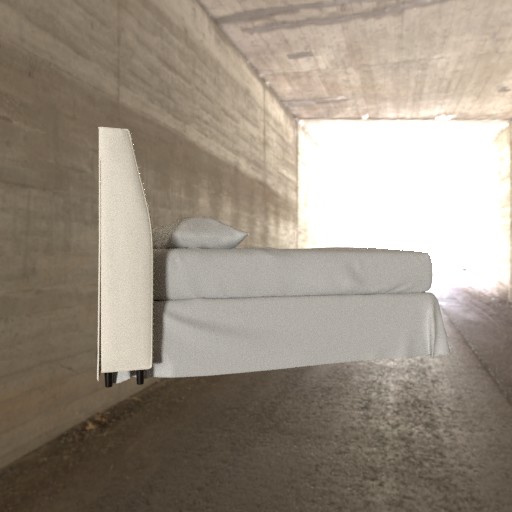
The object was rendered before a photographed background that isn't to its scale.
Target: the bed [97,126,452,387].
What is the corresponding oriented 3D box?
[{"bbox_3d":[0.000,0.000,3.438,2.276,1.332,1.925,0,0,-18],"label":"bed"}]
